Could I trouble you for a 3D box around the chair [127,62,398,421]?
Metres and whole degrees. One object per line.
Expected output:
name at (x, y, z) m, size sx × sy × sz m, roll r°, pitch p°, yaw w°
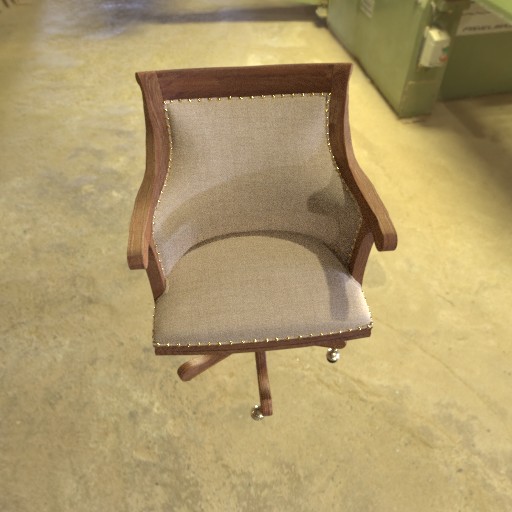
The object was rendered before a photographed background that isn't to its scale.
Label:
chair at (0.000, 0.000, 1.391) m, size 0.656 × 0.965 × 0.689 m, roll -4°, pitch 47°, yaw -4°
